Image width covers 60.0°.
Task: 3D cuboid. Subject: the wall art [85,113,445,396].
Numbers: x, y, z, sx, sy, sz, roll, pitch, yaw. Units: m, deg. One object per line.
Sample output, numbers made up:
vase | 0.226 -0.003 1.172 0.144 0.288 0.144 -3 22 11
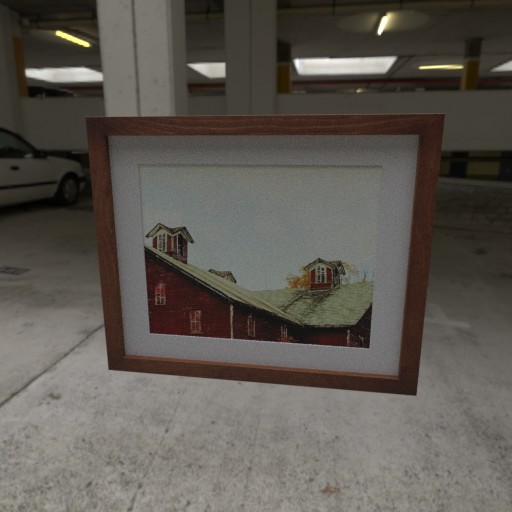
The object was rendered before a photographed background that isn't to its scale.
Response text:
wall art | 0.000 0.000 0.544 0.401 0.328 0.030 2 15 9
